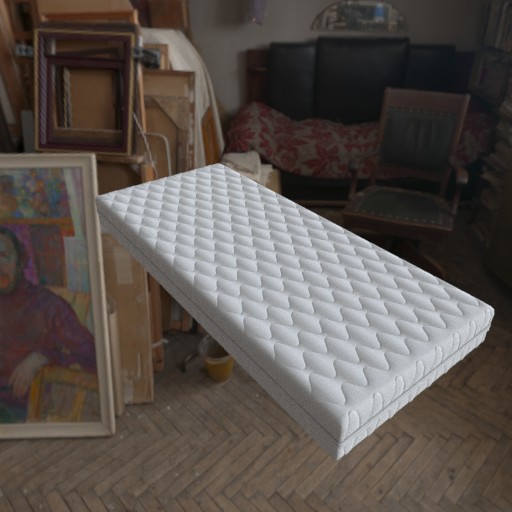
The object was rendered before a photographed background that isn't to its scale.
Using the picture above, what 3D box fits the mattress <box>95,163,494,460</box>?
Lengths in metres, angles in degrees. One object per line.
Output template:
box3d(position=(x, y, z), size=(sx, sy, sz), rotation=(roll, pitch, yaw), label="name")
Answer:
box3d(position=(0.000, 0.000, 2.249), size=(0.900, 0.200, 2.000), rotation=(-23, 39, -31), label="mattress")
